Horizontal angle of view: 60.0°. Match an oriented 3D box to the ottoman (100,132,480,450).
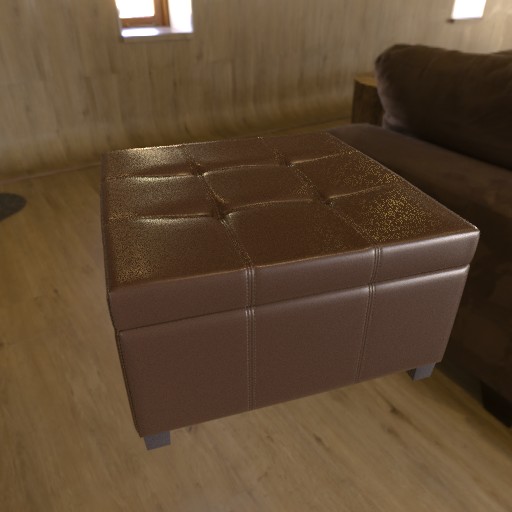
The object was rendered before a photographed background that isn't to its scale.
[{"bbox_3d":[0.000,0.000,1.273,0.788,0.460,0.787,-9,33,-15],"label":"ottoman"}]
